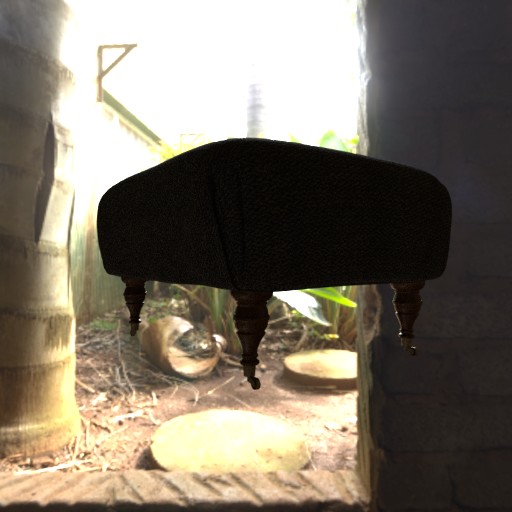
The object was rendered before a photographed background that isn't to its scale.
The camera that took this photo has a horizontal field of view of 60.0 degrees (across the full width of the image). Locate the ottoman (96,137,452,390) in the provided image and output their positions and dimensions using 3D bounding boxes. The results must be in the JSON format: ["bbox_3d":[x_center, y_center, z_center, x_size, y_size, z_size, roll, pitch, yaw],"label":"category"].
[{"bbox_3d":[0.000,0.000,1.111,0.622,0.450,0.747,0,0,-35],"label":"ottoman"}]
